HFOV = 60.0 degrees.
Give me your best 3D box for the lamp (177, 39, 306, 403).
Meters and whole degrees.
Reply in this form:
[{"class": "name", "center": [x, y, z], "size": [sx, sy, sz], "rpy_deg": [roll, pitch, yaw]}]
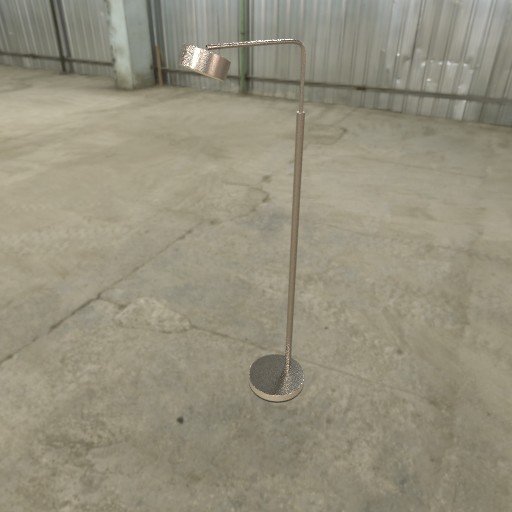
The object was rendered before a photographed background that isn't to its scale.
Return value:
[{"class": "lamp", "center": [0.000, 0.000, 1.414], "size": [0.421, 1.250, 0.222], "rpy_deg": [-20, 37, -29]}]
